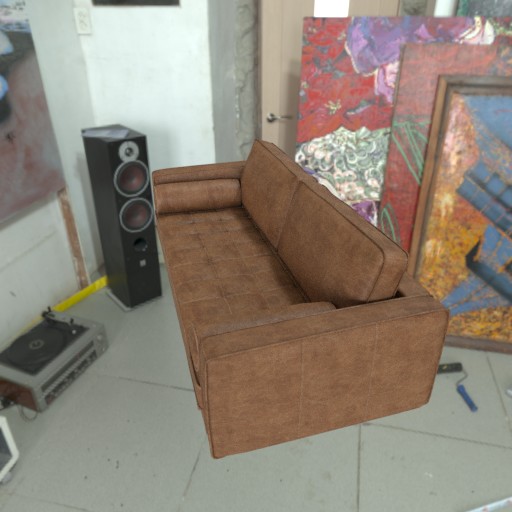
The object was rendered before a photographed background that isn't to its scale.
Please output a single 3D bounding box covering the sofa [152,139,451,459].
[{"bbox_3d":[0.000,0.000,2.351,0.924,0.825,1.920,-8,30,-14],"label":"sofa"}]
